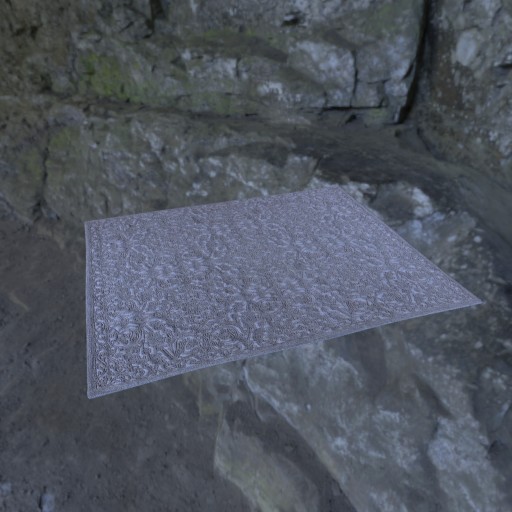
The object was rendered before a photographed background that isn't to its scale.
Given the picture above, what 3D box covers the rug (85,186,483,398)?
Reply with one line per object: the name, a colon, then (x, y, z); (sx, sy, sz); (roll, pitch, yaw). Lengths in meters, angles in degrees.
rug: (0.000, 0.000, 4.124); (3.017, 0.035, 2.472); (-10, 33, -16)
